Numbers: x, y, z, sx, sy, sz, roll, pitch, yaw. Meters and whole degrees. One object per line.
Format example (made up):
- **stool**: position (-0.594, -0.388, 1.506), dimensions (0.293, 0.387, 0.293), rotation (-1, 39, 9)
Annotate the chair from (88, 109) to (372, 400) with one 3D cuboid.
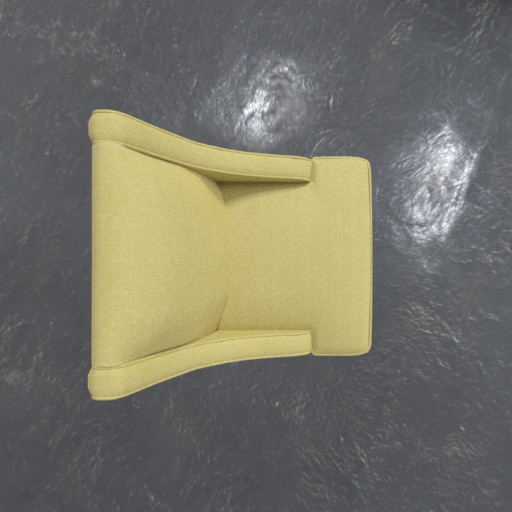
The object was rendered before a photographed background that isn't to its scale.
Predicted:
- **chair**: position (0.000, 0.000, 1.474), dimensions (0.814, 0.896, 0.696), rotation (0, 90, -2)
